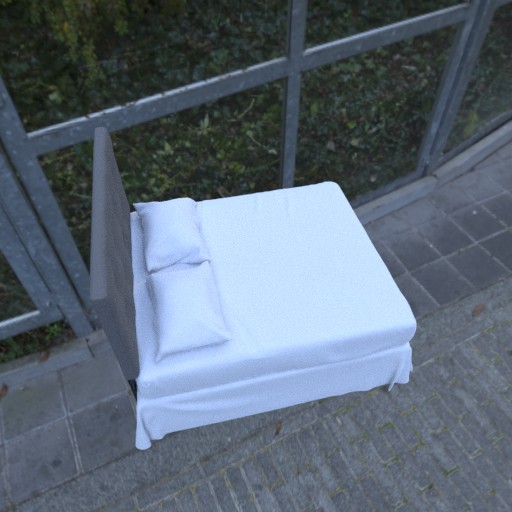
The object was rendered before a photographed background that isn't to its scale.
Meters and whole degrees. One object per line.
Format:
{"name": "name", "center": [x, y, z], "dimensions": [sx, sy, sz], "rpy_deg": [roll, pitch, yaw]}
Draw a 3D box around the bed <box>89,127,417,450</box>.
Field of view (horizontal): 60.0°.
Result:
{"name": "bed", "center": [0.000, 0.000, 3.426], "dimensions": [2.222, 1.577, 1.936], "rpy_deg": [-10, 48, -9]}
